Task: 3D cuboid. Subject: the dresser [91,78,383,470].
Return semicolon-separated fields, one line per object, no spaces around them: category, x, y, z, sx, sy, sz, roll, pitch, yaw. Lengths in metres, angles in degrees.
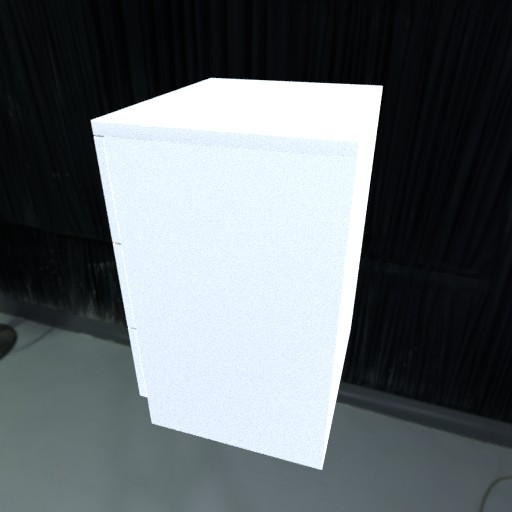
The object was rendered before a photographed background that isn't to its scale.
dresser;0.000;0.000;0.829;0.360;0.560;0.400;9;31;15
